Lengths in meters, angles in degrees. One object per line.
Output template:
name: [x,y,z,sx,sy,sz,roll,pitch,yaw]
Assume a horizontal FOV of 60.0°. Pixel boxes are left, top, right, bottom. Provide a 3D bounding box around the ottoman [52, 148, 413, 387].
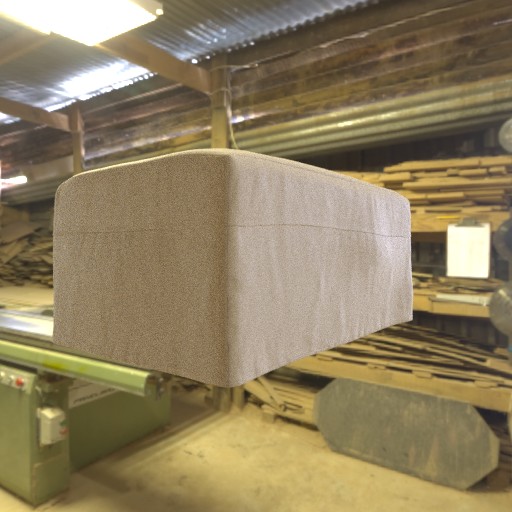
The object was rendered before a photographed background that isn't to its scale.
ottoman: [0.000,0.000,1.193,0.590,0.444,0.872,1,1,38]
